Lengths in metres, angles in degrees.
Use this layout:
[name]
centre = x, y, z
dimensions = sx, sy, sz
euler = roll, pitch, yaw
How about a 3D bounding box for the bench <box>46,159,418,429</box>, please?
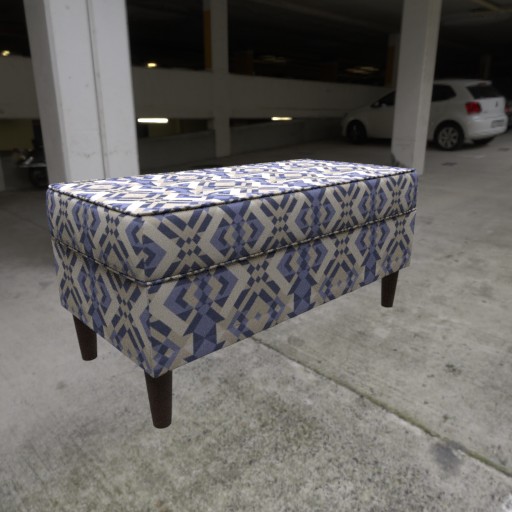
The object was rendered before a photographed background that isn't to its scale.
[bench]
centre = 0.000, 0.000, 1.322
dimensions = 1.016, 0.477, 0.492
euler = -16, 24, -41
